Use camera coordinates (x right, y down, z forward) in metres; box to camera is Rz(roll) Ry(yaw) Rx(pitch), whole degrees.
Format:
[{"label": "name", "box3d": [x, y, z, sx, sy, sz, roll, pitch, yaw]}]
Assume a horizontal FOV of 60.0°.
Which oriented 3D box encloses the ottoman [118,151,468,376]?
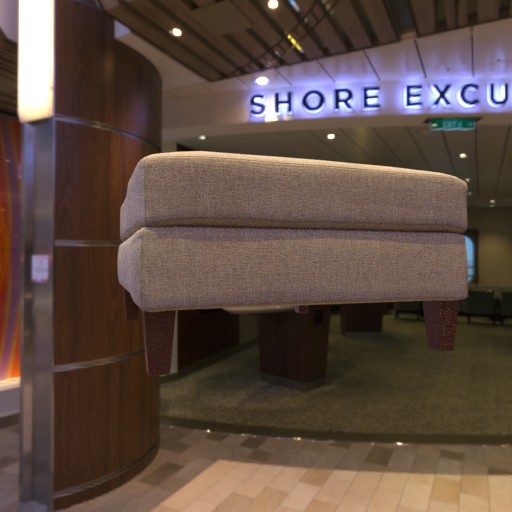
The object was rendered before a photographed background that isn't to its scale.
[{"label": "ottoman", "box3d": [0.000, 0.000, 1.440, 0.836, 0.492, 0.976, 0, 0, -19]}]
